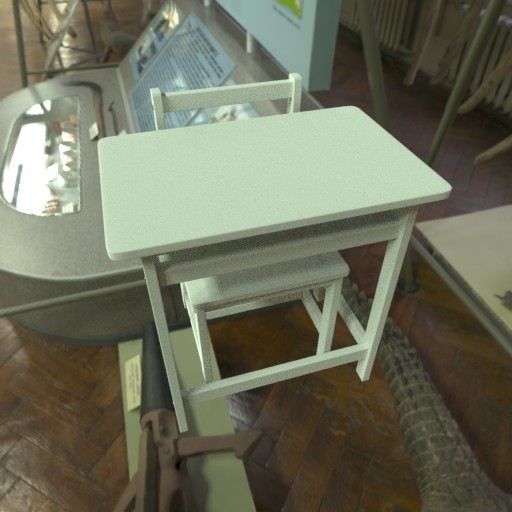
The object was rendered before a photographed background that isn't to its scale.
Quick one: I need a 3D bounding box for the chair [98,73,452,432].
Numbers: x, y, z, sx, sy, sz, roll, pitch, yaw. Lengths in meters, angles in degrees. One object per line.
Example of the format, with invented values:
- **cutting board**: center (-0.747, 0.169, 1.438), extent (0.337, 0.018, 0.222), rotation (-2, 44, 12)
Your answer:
- **chair**: center (0.000, 0.000, 1.057), extent (0.599, 0.673, 0.461), rotation (-11, 42, -13)
